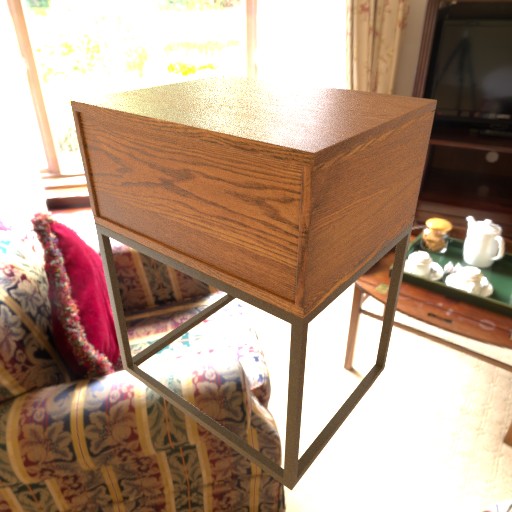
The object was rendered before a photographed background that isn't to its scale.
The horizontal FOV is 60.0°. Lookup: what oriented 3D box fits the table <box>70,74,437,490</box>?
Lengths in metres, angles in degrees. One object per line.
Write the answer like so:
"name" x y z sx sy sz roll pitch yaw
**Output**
"table" 0.000 0.000 0.900 0.482 0.610 0.400 22 36 33
